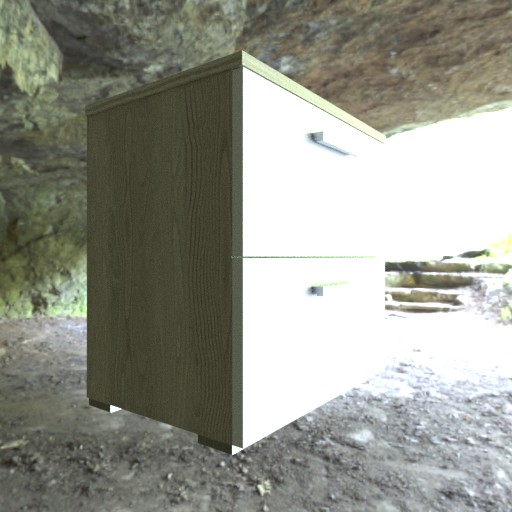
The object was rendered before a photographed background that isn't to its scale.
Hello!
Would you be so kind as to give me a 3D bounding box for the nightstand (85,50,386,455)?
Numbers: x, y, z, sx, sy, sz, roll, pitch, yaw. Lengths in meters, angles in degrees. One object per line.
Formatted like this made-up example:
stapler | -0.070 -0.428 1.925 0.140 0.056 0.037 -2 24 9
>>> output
nightstand | 0.000 0.000 0.761 0.325 0.461 0.442 0 0 37
